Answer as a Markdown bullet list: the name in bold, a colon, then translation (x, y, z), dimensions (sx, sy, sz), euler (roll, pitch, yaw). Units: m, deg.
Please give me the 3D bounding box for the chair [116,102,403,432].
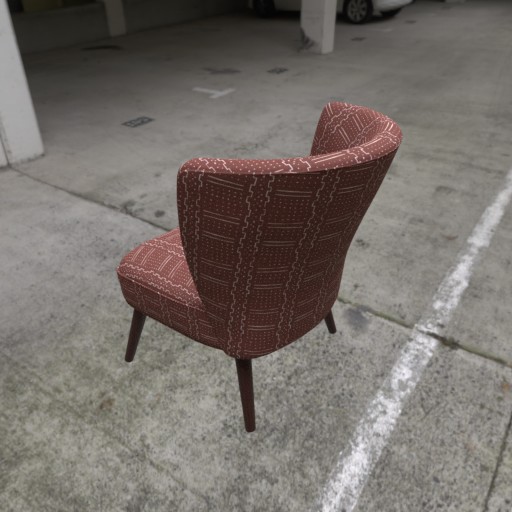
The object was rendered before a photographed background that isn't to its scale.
- **chair**: translation (0.000, 0.000, 1.396), dimensions (0.758, 0.866, 0.706), euler (20, 37, 29)
